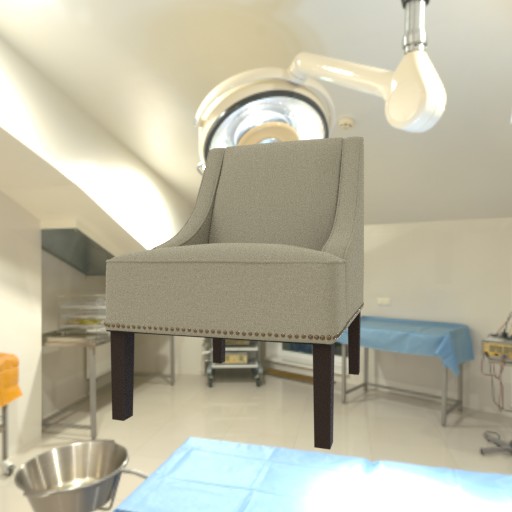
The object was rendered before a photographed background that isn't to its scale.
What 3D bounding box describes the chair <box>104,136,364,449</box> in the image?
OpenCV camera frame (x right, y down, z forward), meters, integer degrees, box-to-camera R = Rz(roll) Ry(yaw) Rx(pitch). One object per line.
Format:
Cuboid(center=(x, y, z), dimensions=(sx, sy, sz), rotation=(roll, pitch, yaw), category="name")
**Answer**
Cuboid(center=(0.000, 0.000, 1.384), dimensions=(0.610, 0.864, 0.737), rotation=(0, 0, 18), category="chair")
